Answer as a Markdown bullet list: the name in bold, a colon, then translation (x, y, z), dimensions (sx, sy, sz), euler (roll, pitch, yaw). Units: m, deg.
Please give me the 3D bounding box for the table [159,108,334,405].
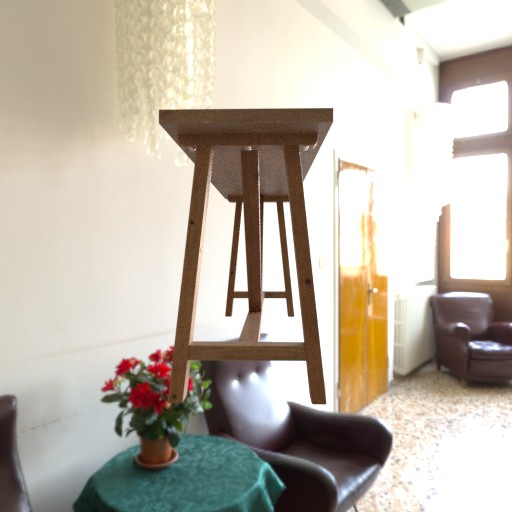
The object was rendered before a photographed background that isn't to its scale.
- **table**: translation (0.000, 0.000, 2.082), dimensions (0.465, 0.810, 1.800), euler (0, 1, 2)
